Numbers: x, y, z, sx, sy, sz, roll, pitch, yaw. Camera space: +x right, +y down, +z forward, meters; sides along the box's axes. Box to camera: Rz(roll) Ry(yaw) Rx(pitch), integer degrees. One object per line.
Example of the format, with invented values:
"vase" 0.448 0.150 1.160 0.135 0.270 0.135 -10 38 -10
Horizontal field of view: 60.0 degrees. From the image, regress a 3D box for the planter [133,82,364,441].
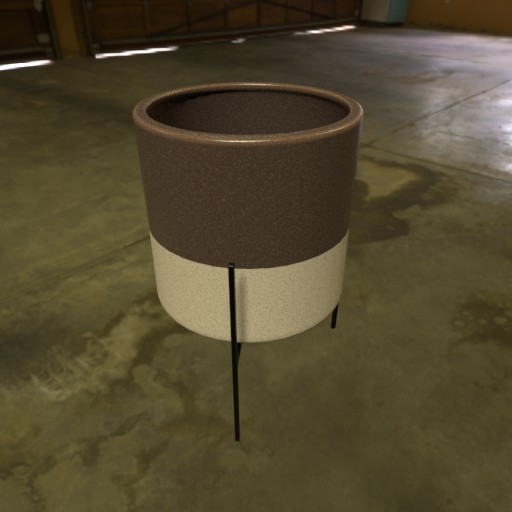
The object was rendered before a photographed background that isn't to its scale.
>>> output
"planter" 0.000 0.000 0.537 0.250 0.353 0.260 -1 32 -1
